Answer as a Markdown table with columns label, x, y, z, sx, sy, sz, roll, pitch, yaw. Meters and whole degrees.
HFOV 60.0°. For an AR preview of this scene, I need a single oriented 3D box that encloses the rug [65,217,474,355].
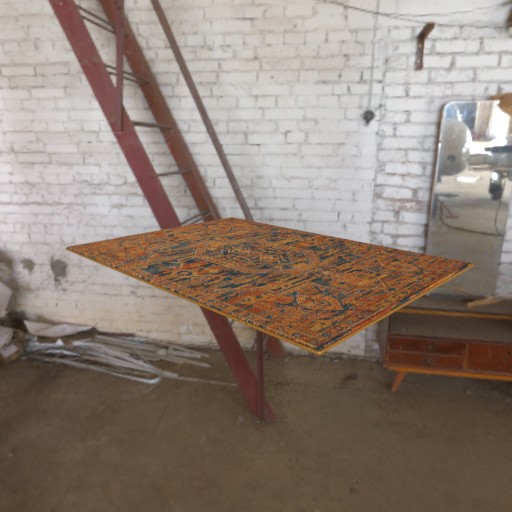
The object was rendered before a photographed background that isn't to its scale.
| label | x | y | z | sx | sy | sz | roll | pitch | yaw |
| --- | --- | --- | --- | --- | --- | --- | --- | --- | --- |
| rug | 0.000 | 0.000 | 2.918 | 2.204 | 0.024 | 1.588 | 15 | 21 | 42 |
